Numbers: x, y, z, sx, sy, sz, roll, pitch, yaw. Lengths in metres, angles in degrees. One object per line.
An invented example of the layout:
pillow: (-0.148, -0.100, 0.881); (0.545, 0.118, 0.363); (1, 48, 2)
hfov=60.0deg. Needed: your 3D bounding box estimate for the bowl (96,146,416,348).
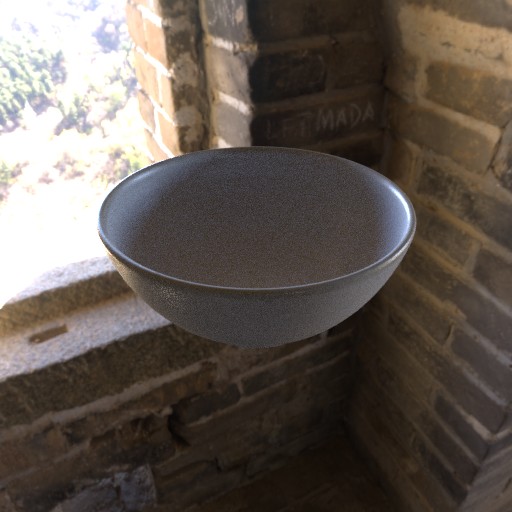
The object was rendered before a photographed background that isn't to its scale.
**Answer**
bowl: (0.000, 0.000, 0.418); (0.268, 0.121, 0.268); (0, 33, 0)
